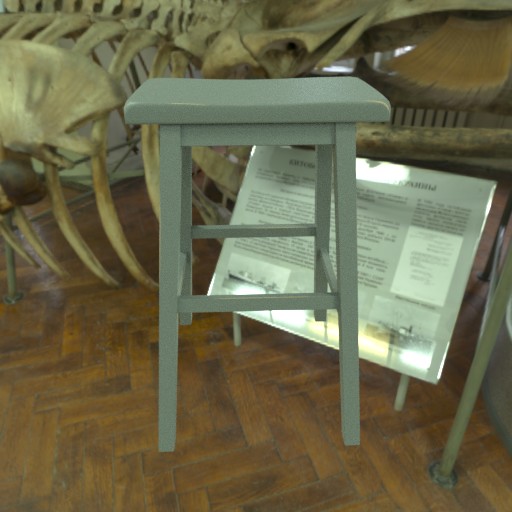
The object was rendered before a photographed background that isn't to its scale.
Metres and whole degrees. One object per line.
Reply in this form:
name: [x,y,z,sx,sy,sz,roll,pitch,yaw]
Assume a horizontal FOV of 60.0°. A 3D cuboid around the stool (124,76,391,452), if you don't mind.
stool: [0.000,0.000,1.021,0.457,0.737,0.476,-1,31,-2]
